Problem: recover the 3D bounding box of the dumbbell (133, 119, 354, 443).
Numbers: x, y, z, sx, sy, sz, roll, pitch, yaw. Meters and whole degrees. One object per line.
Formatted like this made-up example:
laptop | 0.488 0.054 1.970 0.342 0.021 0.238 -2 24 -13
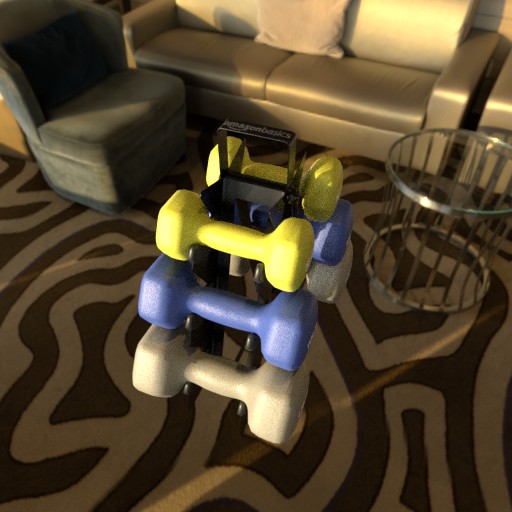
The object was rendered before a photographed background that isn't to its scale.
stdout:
dumbbell | 0.000 0.000 0.680 0.261 0.426 0.416 16 47 15
